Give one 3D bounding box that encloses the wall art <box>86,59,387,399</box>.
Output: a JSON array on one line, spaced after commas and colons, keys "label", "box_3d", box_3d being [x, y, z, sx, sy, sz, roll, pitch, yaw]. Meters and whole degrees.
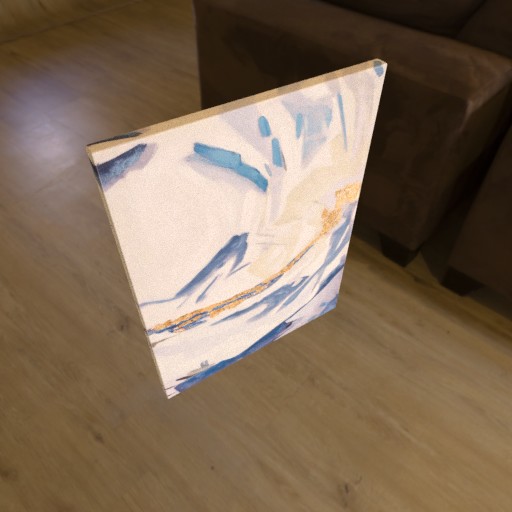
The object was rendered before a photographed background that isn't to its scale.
[{"label": "wall art", "box_3d": [0.000, 0.000, 1.354, 0.761, 1.015, 0.038, -24, 51, -22]}]
